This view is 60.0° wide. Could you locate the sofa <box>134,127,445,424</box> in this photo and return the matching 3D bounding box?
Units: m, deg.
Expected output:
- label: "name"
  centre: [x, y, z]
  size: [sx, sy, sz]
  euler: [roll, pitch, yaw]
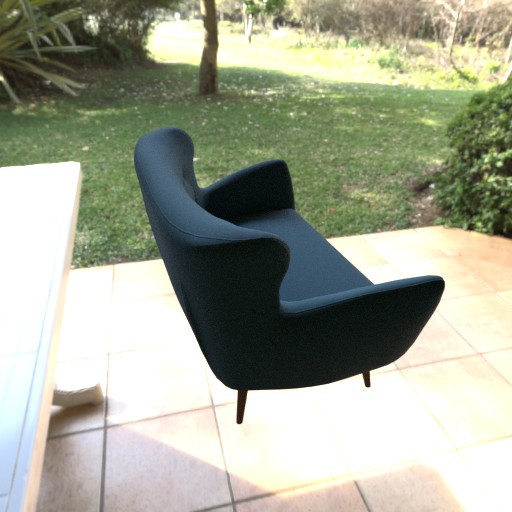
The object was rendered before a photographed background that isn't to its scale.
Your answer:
- label: "sofa"
  centre: [0.000, 0.000, 1.971]
  size: [0.889, 0.889, 1.397]
  euler: [-10, 32, -17]
